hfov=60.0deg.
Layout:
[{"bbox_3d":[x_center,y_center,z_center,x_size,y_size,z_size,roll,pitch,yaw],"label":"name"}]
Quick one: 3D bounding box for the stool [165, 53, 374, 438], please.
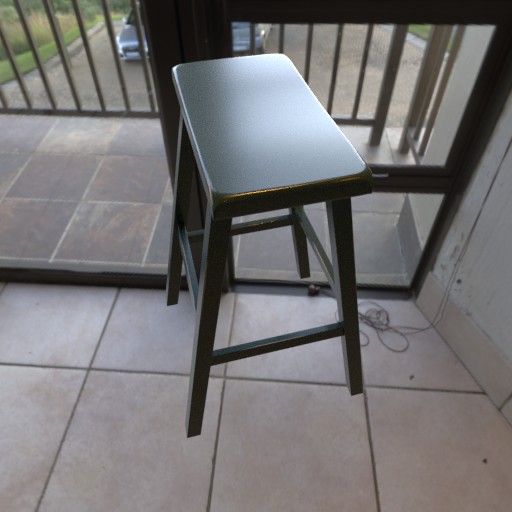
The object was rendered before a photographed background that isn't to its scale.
[{"bbox_3d":[0.000,0.000,1.034,0.476,0.737,0.457,-11,48,-10],"label":"stool"}]
